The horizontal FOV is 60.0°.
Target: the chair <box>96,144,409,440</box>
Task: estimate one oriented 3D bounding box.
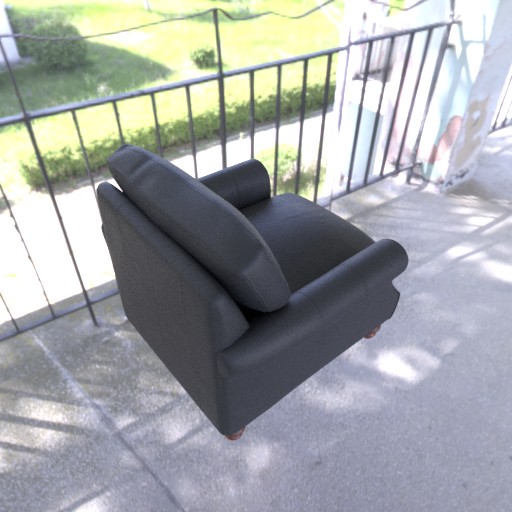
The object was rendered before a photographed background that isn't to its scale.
[{"bbox_3d":[0.000,0.000,1.848,1.027,0.960,1.015,-24,46,-25],"label":"chair"}]
